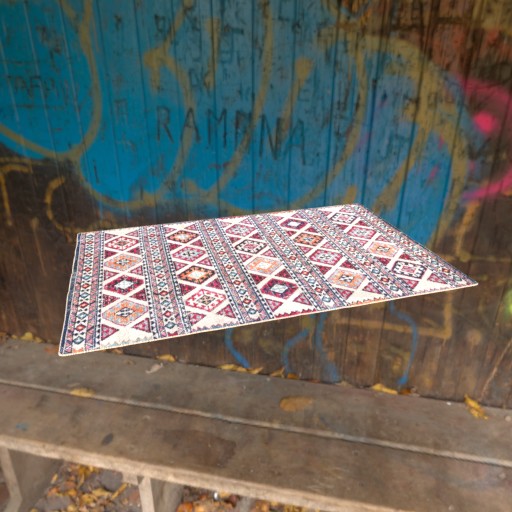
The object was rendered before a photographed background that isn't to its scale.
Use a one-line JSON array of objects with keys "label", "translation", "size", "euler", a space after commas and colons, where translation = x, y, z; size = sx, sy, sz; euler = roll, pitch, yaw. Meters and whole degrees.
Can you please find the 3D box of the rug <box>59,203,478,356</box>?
[{"label": "rug", "translation": [0.000, 0.000, 3.096], "size": [2.440, 0.010, 1.545], "euler": [-8, 27, -15]}]
